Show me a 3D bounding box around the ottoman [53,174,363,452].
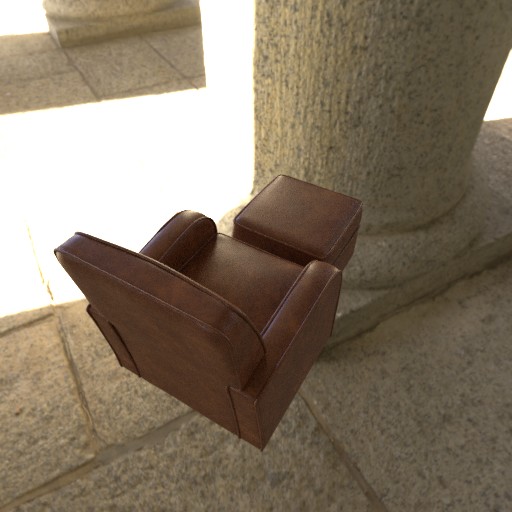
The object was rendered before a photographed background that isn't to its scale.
[{"bbox_3d":[0.000,0.000,1.873,0.732,0.904,1.314,23,49,22],"label":"ottoman"}]
